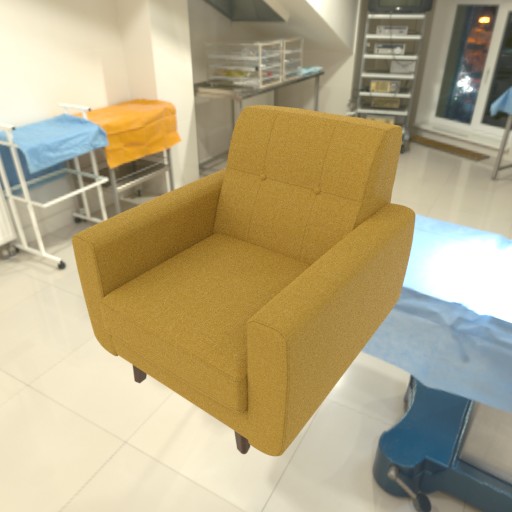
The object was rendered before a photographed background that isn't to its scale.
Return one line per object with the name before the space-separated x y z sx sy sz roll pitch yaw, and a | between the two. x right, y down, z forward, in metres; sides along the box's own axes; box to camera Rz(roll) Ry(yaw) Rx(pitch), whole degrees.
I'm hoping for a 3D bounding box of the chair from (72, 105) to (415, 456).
chair | 0.000 0.000 1.536 0.831 0.841 0.909 21 36 31
